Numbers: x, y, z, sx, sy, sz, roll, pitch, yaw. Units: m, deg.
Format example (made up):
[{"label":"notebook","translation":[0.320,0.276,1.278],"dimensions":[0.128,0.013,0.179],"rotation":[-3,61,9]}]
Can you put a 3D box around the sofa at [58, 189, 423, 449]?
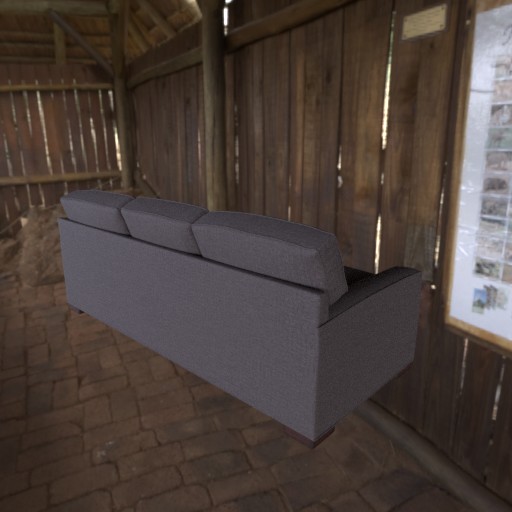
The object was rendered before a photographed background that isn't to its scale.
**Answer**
[{"label":"sofa","translation":[0.000,0.000,3.185],"dimensions":[2.370,0.973,1.790],"rotation":[14,21,41]}]
